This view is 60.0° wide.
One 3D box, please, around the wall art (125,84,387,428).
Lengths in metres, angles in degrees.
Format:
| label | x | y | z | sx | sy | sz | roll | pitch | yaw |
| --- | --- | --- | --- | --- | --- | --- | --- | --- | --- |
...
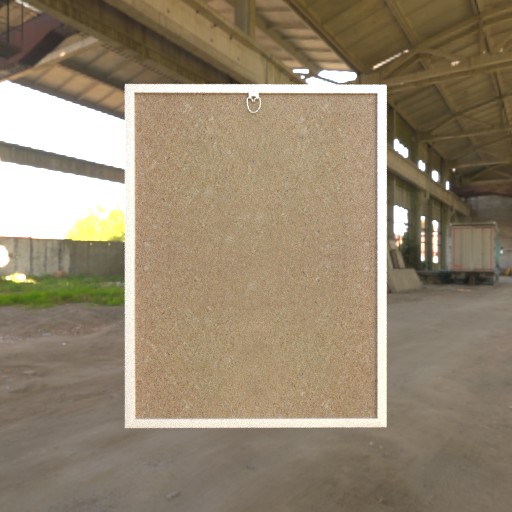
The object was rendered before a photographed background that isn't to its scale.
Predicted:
| label | x | y | z | sx | sy | sz | roll | pitch | yaw |
| --- | --- | --- | --- | --- | --- | --- | --- | --- | --- |
| wall art | 0.000 | 0.000 | 1.379 | 0.805 | 1.056 | 0.042 | 0 | 0 | 0 |
